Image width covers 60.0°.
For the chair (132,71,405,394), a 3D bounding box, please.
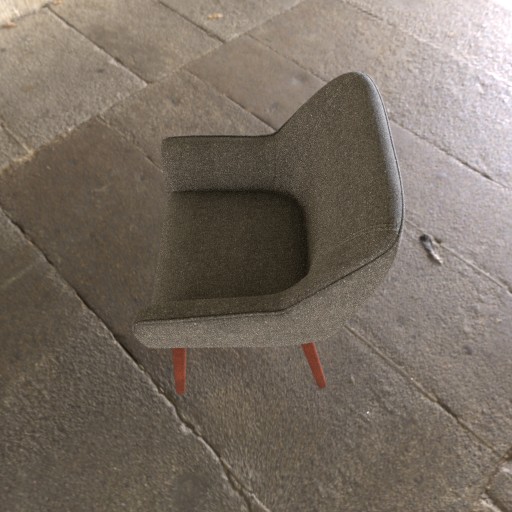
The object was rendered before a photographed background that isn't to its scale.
[{"bbox_3d":[0.000,0.000,1.150,0.519,0.803,0.543,0,58,0],"label":"chair"}]
